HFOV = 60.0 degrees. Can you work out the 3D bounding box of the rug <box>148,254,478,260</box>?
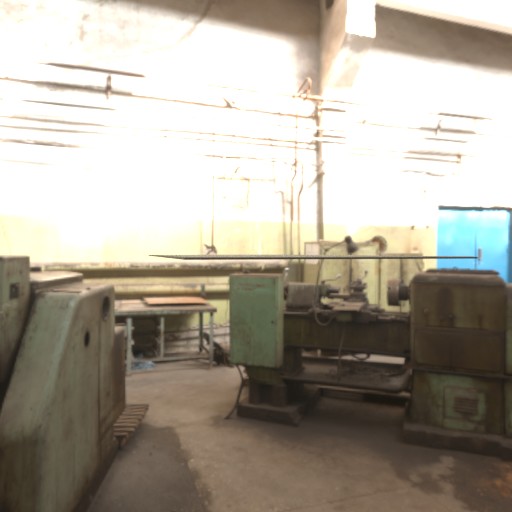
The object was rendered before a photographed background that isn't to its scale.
[{"bbox_3d":[0.000,0.000,3.584,1.546,0.011,3.048,0,0,-16],"label":"rug"}]
